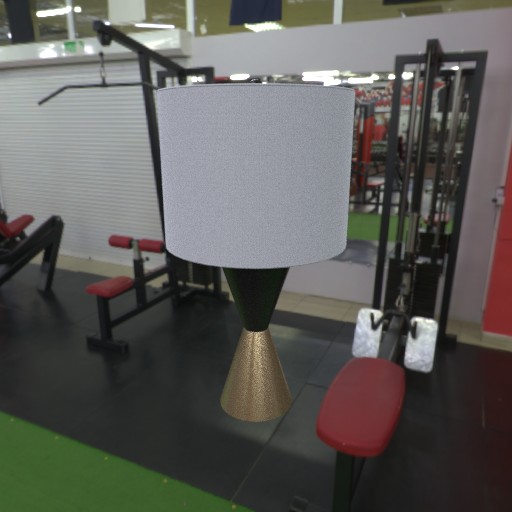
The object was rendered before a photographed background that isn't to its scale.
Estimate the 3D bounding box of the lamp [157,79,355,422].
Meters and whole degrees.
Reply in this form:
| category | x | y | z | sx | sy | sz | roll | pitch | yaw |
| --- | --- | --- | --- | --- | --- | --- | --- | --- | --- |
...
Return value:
| category | x | y | z | sx | sy | sz | roll | pitch | yaw |
| --- | --- | --- | --- | --- | --- | --- | --- | --- | --- |
| lamp | 0.000 | 0.000 | 0.769 | 0.304 | 0.573 | 0.304 | 8 | 18 | 26 |
